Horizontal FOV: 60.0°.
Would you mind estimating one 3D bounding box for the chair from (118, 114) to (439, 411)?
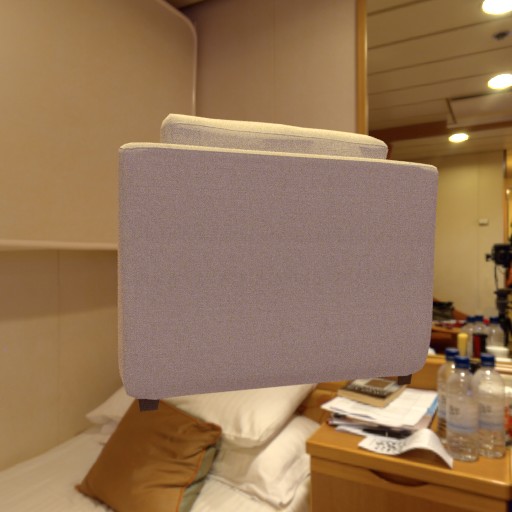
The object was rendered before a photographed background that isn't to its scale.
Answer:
[{"bbox_3d":[0.000,0.000,1.975,1.178,1.016,1.009,0,0,-18],"label":"chair"}]
